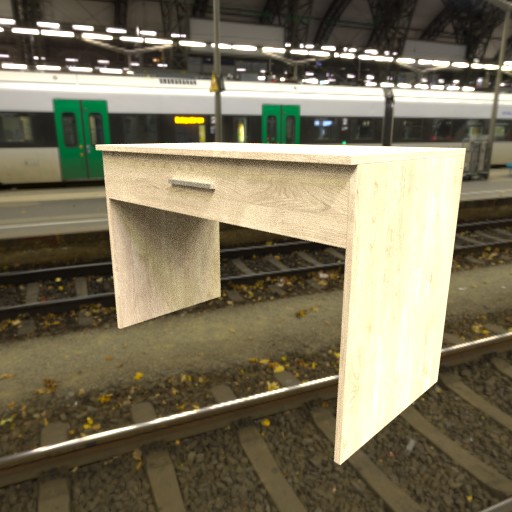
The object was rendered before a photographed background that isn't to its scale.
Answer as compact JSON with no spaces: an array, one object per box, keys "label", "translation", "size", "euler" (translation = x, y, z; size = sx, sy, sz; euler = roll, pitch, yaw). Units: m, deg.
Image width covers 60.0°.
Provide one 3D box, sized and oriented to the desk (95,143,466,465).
[{"label":"desk","translation":[0.000,0.000,1.521],"size":[0.560,0.730,1.100],"euler":[-15,21,-42]}]
